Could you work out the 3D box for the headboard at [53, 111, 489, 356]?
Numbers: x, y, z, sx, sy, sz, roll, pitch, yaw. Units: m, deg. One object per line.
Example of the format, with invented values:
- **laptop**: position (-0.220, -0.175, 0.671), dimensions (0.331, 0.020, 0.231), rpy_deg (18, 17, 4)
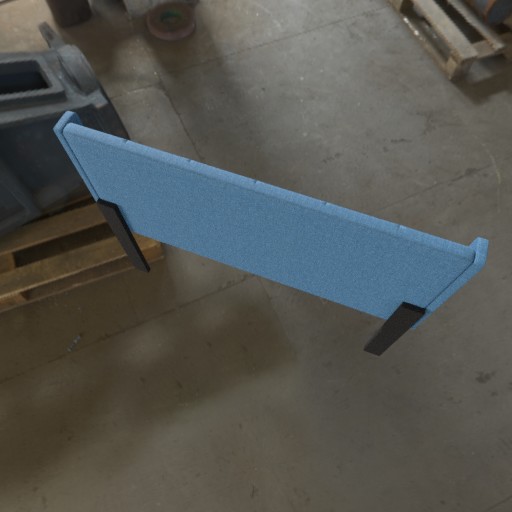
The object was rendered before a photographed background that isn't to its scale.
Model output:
- **headboard**: position (0.000, 0.000, 2.679), dimensions (2.051, 1.524, 0.184), rpy_deg (19, 66, 9)
